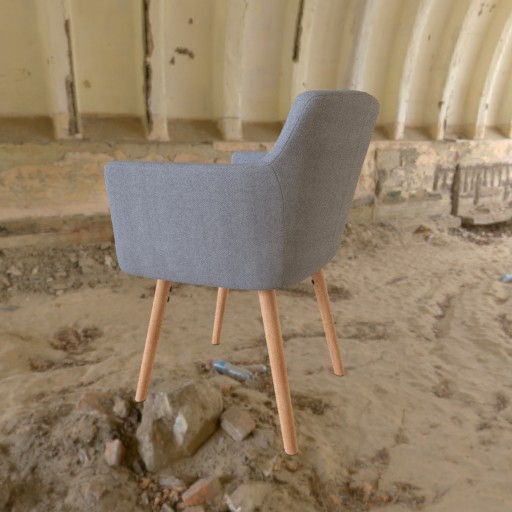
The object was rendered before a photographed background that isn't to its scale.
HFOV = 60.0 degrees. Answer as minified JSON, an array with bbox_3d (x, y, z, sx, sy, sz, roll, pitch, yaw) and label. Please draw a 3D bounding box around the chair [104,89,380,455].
[{"bbox_3d":[0.000,0.000,1.142,0.540,0.780,0.570,8,17,26],"label":"chair"}]
